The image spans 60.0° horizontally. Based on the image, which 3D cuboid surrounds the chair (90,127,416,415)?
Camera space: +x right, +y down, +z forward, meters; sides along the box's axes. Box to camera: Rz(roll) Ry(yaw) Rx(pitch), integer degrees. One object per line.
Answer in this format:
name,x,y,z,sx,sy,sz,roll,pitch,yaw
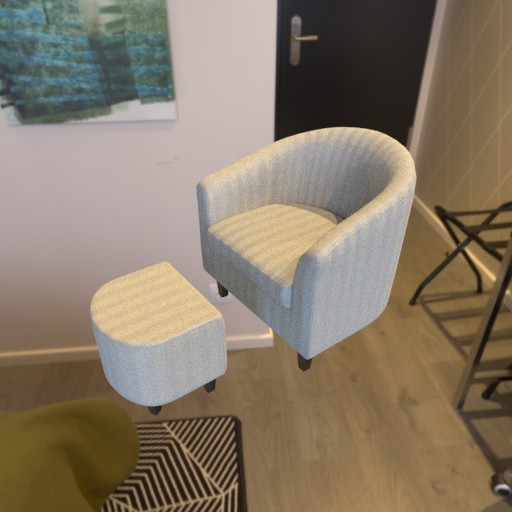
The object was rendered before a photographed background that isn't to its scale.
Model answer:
chair,0.000,0.000,1.727,1.288,0.757,0.756,-21,38,-30
